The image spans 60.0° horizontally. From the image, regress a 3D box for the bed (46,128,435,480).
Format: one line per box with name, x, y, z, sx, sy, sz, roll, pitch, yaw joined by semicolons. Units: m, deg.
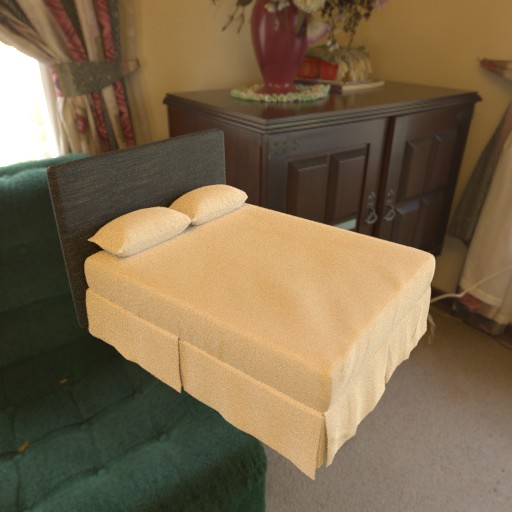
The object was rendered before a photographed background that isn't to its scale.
bed;0.000;0.000;3.145;2.142;1.330;1.723;19;32;33
